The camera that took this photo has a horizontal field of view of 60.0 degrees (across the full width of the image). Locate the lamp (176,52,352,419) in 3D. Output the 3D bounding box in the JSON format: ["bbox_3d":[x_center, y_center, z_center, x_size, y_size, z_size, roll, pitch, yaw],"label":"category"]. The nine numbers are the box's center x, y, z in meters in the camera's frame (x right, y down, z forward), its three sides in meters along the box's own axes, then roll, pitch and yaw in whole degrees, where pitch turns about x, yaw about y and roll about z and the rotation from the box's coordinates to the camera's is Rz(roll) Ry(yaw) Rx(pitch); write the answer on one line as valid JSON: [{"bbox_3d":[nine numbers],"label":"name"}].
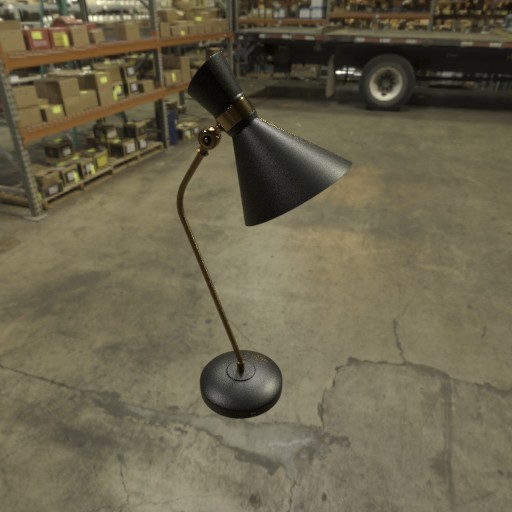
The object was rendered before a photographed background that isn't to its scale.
[{"bbox_3d":[0.000,0.000,0.772,0.292,0.647,0.189,10,31,16],"label":"lamp"}]
